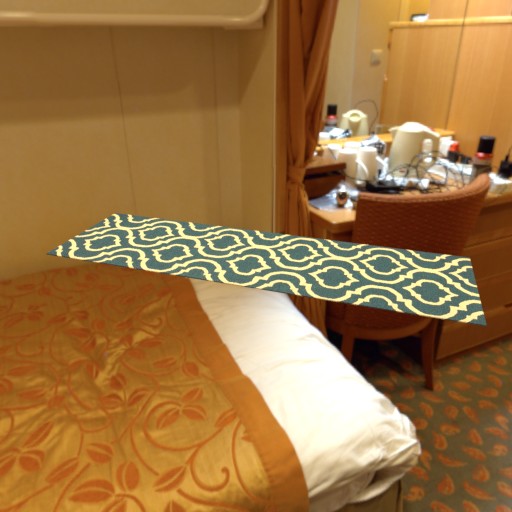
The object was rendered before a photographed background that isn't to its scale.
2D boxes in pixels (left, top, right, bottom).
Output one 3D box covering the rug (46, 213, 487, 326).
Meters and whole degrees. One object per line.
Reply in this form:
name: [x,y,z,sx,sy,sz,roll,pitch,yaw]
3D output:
rug: [0.000,0.000,2.507,2.296,0.006,0.685,8,27,16]
